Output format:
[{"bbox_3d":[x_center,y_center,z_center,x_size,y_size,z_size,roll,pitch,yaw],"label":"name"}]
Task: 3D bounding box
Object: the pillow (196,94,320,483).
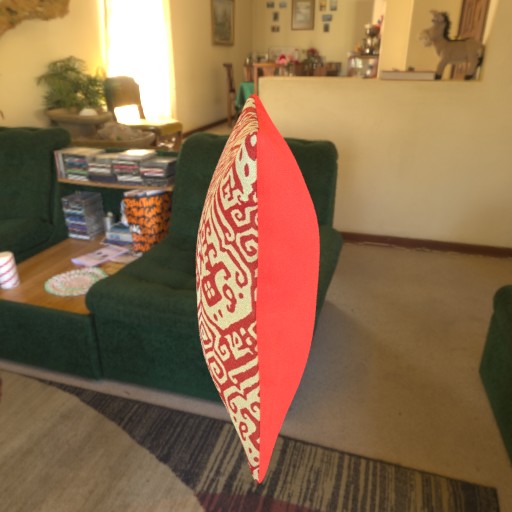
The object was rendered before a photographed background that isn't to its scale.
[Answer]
[{"bbox_3d":[0.000,0.000,0.782,0.192,0.507,0.522,0,24,-1],"label":"pillow"}]
